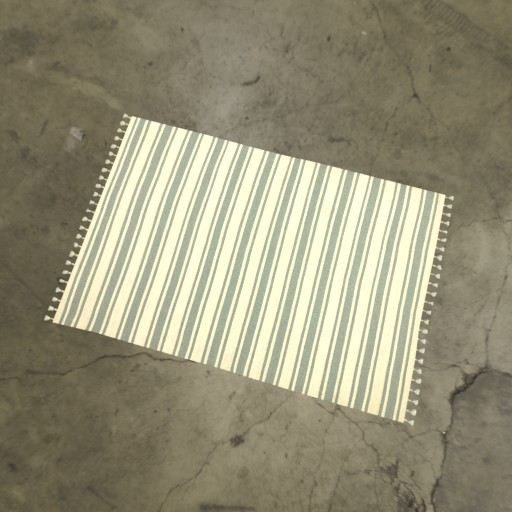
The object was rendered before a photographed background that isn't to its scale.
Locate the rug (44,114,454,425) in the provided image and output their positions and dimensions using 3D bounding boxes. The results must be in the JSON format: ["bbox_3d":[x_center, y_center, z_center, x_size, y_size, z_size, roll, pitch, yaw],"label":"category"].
[{"bbox_3d":[0.000,0.000,2.945,2.410,0.011,1.539,15,76,4],"label":"rug"}]
